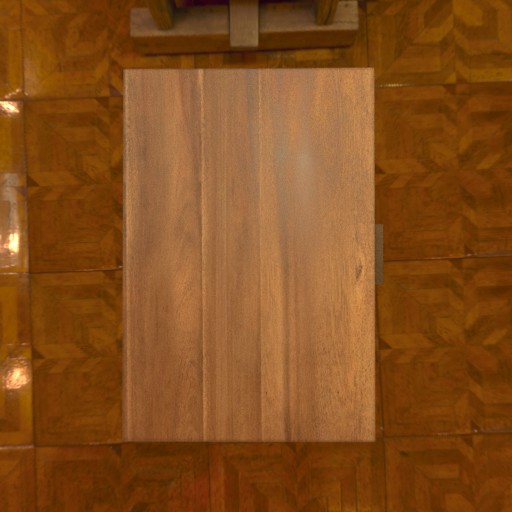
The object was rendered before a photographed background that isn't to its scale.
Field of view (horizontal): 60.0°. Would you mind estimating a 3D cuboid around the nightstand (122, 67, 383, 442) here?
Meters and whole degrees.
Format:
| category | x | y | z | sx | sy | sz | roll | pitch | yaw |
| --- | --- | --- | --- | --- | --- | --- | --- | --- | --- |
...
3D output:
| category | x | y | z | sx | sy | sz | roll | pitch | yaw |
| --- | --- | --- | --- | --- | --- | --- | --- | --- | --- |
| nightstand | 0.000 | 0.000 | 1.021 | 0.427 | 0.611 | 0.605 | 0 | 89 | 1 |
